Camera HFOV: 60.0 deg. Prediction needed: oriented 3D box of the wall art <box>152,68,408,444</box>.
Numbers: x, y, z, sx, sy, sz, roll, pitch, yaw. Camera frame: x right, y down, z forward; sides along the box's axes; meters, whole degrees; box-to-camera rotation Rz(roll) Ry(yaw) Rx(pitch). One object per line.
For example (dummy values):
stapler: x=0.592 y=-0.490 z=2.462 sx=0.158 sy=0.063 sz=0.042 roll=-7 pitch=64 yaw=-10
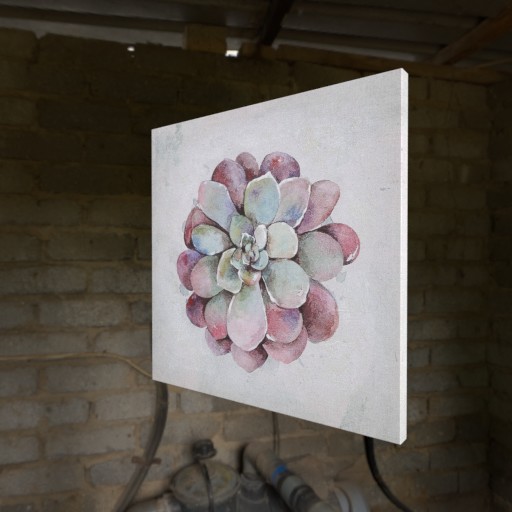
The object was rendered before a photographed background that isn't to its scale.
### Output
wall art: x=0.000 y=0.000 z=1.138 sx=0.762 sy=0.762 sz=0.041 roll=1 pitch=1 yaw=37
